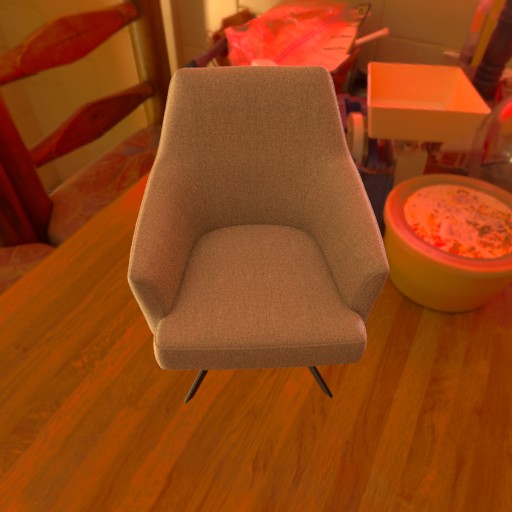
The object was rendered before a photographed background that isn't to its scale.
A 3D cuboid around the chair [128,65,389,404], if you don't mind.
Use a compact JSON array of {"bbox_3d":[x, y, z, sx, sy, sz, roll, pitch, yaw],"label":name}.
[{"bbox_3d":[0.000,0.000,1.323,0.642,0.874,0.677,-2,46,-2],"label":"chair"}]
